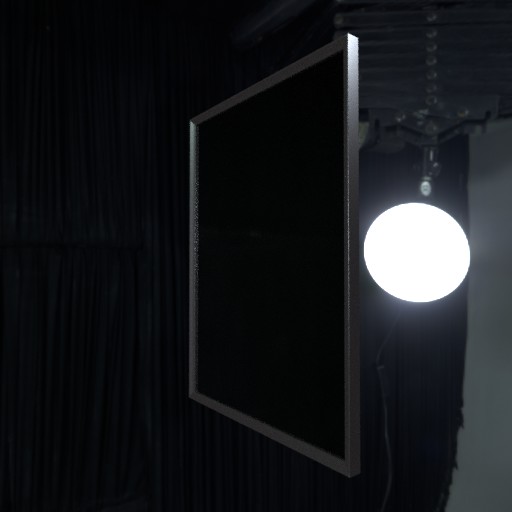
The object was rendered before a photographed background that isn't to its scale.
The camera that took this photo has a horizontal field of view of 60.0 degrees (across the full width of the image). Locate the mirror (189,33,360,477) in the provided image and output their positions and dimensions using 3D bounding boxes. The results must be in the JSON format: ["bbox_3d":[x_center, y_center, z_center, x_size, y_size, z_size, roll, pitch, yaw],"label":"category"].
[{"bbox_3d":[0.000,0.000,1.329,0.041,1.016,0.762,1,-2,-37],"label":"mirror"}]
